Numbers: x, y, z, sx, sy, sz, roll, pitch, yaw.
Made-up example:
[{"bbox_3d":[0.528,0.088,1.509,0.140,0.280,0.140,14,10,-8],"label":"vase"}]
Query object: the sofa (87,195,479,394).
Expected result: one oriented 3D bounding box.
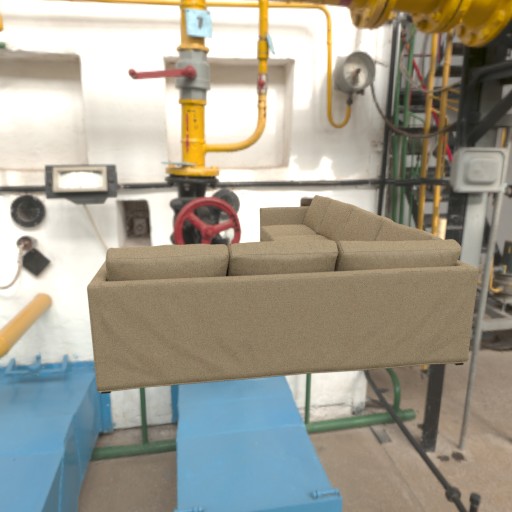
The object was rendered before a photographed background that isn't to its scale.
[{"bbox_3d":[0.000,0.000,4.224,2.432,0.871,3.182,-2,14,-9],"label":"sofa"}]
